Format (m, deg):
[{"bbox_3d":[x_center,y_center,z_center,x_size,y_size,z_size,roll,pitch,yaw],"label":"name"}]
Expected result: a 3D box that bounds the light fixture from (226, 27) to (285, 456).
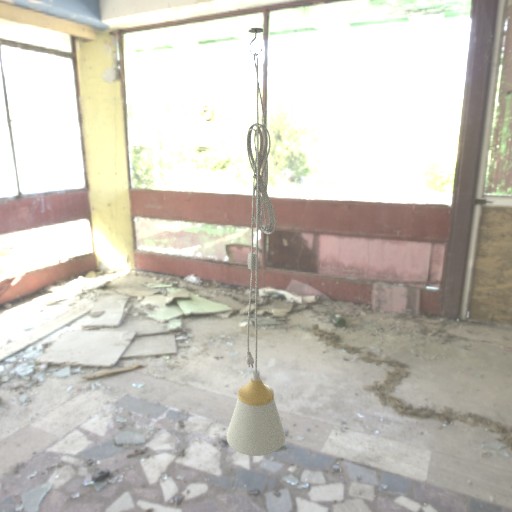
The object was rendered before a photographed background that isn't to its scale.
[{"bbox_3d":[0.000,0.000,1.035,0.153,0.966,0.153,-8,16,-27],"label":"light fixture"}]
